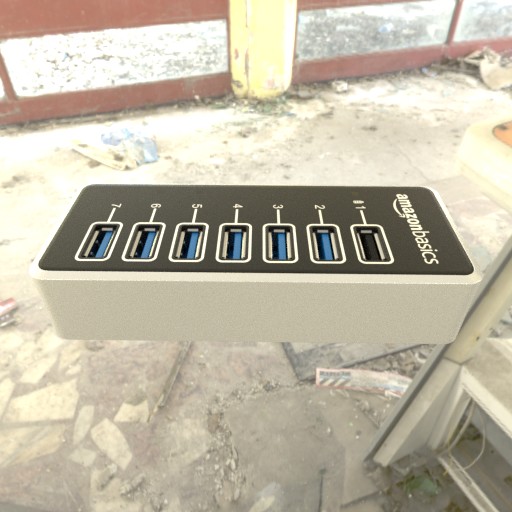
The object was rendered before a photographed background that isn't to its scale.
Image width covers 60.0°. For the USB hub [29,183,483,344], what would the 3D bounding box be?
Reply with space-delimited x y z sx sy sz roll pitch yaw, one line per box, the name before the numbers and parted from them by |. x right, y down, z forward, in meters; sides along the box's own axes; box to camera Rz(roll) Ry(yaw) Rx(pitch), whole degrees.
USB hub | 0.000 0.000 0.128 0.110 0.023 0.044 1 40 1
